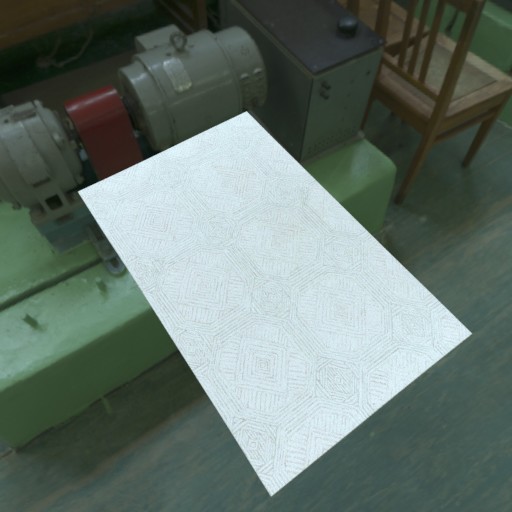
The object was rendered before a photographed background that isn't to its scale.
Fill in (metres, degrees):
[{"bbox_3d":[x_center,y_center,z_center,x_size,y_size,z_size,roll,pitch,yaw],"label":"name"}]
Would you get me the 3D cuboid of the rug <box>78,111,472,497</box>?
[{"bbox_3d":[0.000,0.000,3.001,1.524,0.008,2.440,-31,63,-18],"label":"rug"}]
